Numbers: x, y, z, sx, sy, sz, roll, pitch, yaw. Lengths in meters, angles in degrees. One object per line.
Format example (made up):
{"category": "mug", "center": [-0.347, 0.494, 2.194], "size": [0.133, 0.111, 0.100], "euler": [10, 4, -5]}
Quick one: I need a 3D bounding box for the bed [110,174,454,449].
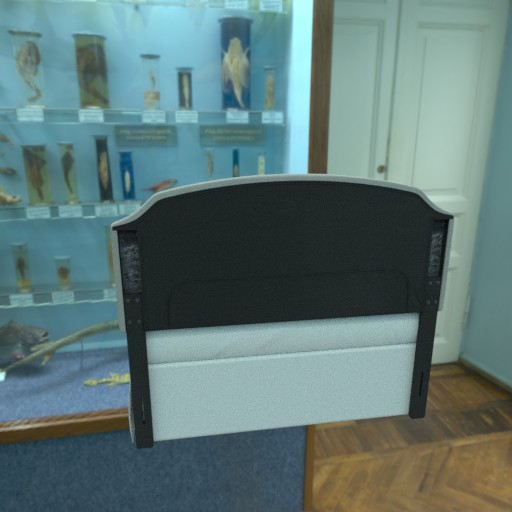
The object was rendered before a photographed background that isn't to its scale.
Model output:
{"category": "bed", "center": [0.000, 0.000, 2.972], "size": [1.558, 1.270, 1.999], "euler": [-3, 16, -9]}
